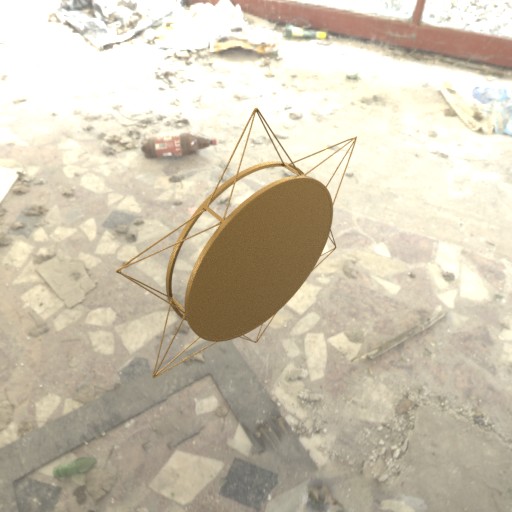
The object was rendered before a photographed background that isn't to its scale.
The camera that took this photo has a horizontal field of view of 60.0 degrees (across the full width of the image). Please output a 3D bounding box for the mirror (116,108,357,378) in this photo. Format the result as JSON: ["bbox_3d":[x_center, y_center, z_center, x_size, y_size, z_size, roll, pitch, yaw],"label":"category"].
[{"bbox_3d":[0.000,0.000,0.808,0.498,0.581,0.062,-33,55,-27],"label":"mirror"}]
